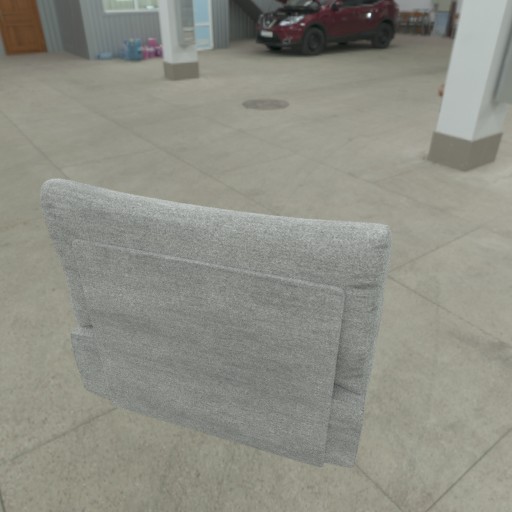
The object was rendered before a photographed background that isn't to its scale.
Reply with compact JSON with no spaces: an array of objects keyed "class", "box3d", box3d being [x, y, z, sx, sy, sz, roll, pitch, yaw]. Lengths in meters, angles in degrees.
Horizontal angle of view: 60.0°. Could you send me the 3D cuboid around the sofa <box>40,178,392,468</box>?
[{"class":"sofa","box3d":[0.000,0.000,1.629,0.930,0.820,1.000,10,33,16]}]
